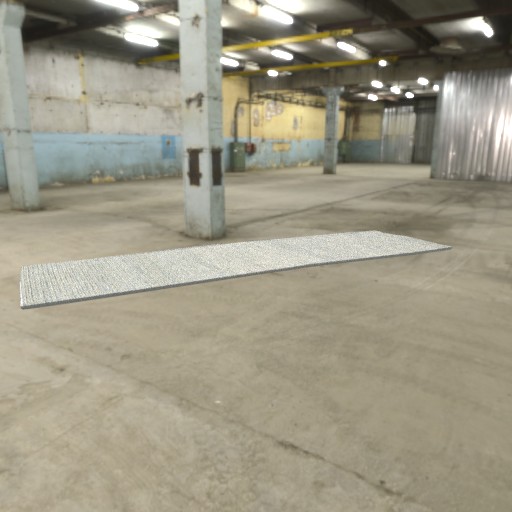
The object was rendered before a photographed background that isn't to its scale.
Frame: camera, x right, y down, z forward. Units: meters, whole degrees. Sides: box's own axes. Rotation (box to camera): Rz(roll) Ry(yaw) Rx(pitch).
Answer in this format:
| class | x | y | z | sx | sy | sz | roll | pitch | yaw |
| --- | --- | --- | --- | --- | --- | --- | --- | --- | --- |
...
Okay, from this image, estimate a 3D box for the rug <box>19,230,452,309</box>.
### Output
| class | x | y | z | sx | sy | sz | roll | pitch | yaw |
| --- | --- | --- | --- | --- | --- | --- | --- | --- | --- |
| rug | 0.000 | 0.000 | 2.470 | 2.341 | 0.037 | 0.675 | -7 | 15 | -26 |
